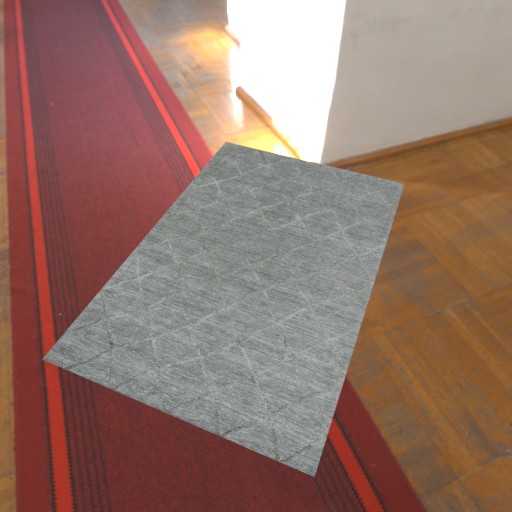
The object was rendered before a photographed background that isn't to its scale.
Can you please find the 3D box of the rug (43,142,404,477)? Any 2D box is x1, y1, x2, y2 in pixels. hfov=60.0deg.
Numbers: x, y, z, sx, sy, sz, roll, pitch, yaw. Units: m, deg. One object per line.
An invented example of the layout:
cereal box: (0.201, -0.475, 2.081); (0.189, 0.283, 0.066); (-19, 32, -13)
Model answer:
rug: (0.000, 0.000, 2.892); (1.521, 0.006, 2.283); (17, 49, 15)
